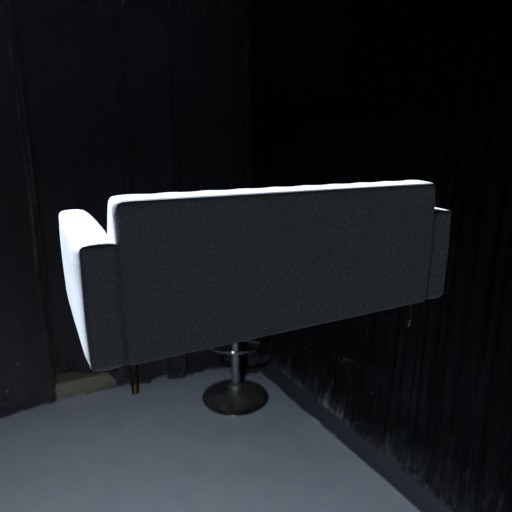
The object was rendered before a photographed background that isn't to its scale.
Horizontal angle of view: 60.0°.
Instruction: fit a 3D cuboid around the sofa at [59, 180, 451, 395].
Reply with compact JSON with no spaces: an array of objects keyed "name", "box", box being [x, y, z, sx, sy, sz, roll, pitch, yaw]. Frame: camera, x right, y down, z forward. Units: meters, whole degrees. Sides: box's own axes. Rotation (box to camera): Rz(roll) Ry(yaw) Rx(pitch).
[{"name":"sofa","box":[0.000,0.000,2.409,1.895,0.814,0.969,-7,16,-26]}]
